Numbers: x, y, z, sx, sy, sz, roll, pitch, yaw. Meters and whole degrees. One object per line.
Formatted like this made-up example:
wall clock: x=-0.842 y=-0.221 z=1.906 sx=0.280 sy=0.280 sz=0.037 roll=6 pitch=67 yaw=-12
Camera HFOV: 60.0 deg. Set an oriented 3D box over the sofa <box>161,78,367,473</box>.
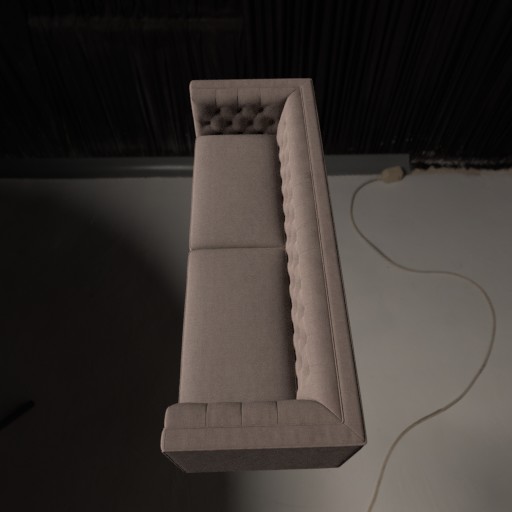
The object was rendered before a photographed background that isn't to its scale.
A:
sofa: x=0.000 y=0.000 z=2.525 sx=0.775 sy=0.762 sz=2.159 roll=-1 pitch=58 yaw=-1
